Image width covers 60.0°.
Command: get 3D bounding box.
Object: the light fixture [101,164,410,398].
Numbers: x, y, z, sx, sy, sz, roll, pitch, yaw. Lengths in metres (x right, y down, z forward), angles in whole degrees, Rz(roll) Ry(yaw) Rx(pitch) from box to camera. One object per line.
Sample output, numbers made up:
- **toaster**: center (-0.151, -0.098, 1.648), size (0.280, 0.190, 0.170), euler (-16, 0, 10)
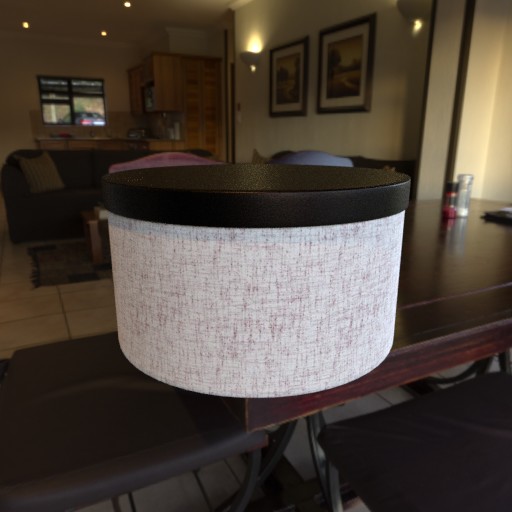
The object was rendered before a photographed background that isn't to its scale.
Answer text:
- **light fixture**: center (0.000, 0.000, 0.618), size (0.389, 0.229, 0.389), euler (0, 15, 0)
